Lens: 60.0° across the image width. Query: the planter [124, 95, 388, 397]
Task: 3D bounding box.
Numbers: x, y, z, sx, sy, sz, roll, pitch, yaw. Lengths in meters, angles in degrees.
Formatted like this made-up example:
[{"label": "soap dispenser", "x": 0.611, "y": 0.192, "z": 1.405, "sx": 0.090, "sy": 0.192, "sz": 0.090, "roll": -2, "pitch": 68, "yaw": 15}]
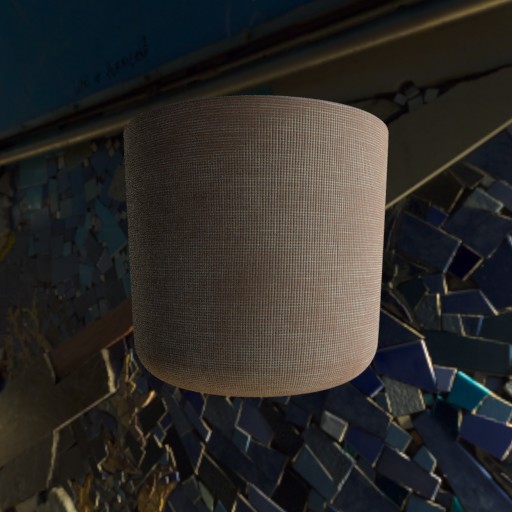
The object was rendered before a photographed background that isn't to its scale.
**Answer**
[{"label": "planter", "x": 0.000, "y": 0.000, "z": 0.769, "sx": 0.440, "sy": 0.398, "sz": 0.440, "roll": 0, "pitch": 0, "yaw": 0}]
